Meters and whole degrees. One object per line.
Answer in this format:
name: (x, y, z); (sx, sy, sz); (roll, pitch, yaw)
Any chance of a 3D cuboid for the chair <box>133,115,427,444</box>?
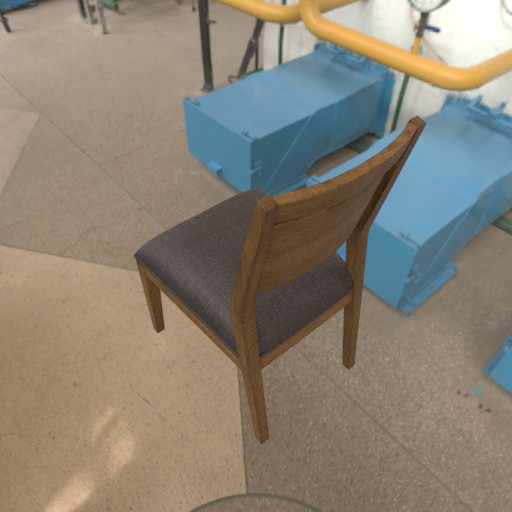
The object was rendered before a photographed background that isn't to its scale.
chair: (0.000, 0.000, 1.272); (0.501, 0.939, 0.610); (-31, 54, -26)
